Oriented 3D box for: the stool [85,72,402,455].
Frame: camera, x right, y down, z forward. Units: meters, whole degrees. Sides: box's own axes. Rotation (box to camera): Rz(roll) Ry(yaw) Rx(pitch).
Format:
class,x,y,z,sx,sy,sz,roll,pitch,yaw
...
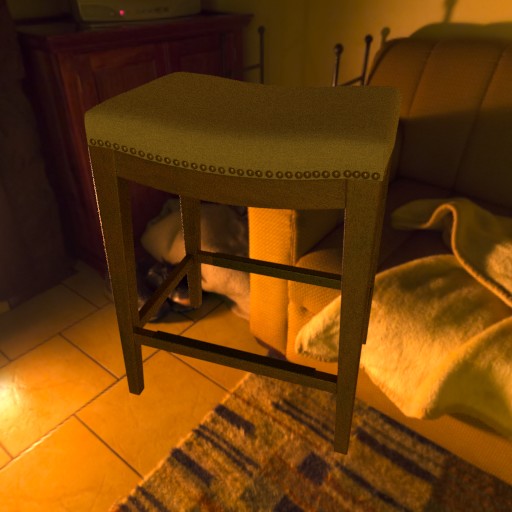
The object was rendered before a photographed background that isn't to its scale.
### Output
class,x,y,z,sx,sy,sz,roll,pitch,yaw
stool,0.000,0.000,0.934,0.508,0.660,0.356,10,35,15
